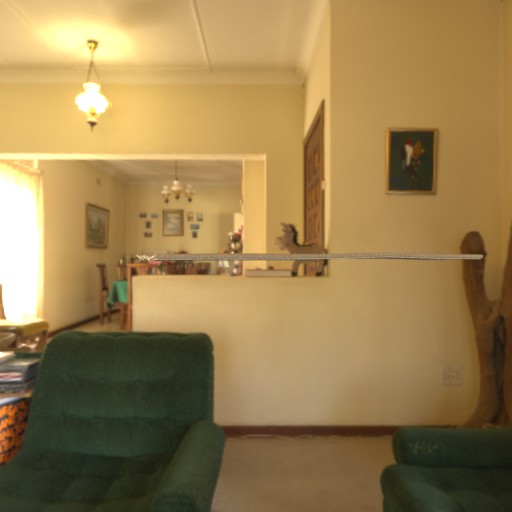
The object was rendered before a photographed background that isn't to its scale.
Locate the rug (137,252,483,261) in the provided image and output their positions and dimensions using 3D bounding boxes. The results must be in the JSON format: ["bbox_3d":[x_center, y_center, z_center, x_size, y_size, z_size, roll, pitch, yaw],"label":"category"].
[{"bbox_3d":[0.000,0.000,3.067,1.553,0.053,2.430,0,0,-17],"label":"rug"}]
